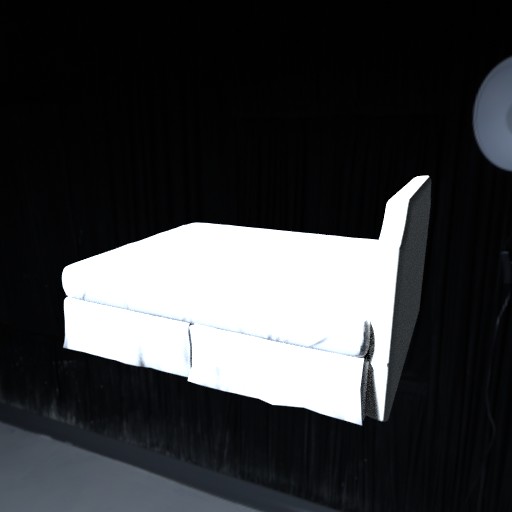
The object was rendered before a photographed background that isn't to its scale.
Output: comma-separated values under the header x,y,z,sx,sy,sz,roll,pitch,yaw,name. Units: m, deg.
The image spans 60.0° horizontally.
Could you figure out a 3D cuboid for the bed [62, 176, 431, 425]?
x,y,z,sx,sy,sz,roll,pitch,yaw,name
0.000,0.000,3.659,2.498,1.293,1.977,7,17,24,bed
